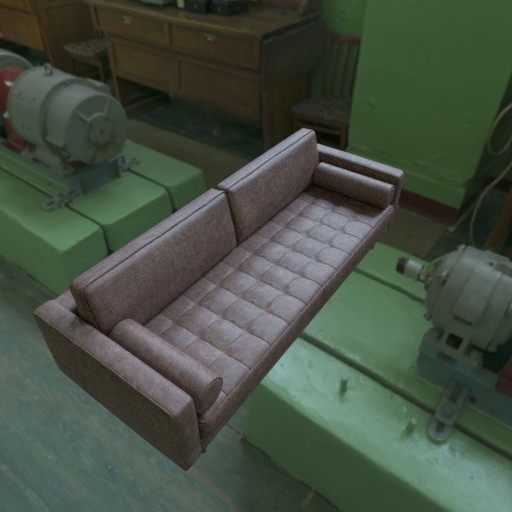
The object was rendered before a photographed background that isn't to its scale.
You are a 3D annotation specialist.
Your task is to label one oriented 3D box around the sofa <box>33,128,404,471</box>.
[{"bbox_3d":[0.000,0.000,2.578,0.914,0.762,2.210,25,46,27],"label":"sofa"}]
